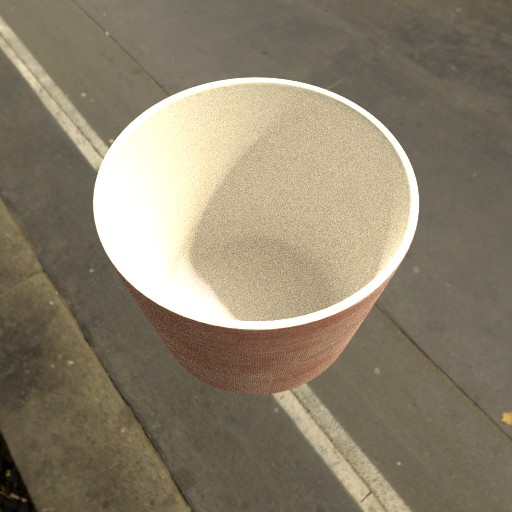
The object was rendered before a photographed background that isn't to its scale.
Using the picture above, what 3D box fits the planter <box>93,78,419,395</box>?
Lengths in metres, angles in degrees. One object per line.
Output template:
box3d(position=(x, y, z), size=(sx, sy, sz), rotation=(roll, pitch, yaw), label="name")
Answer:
box3d(position=(0.000, 0.000, 0.776), size=(0.440, 0.398, 0.440), rotation=(0, 58, 0), label="planter")
